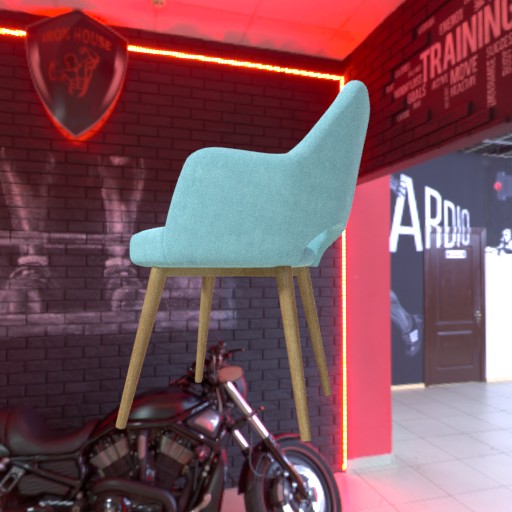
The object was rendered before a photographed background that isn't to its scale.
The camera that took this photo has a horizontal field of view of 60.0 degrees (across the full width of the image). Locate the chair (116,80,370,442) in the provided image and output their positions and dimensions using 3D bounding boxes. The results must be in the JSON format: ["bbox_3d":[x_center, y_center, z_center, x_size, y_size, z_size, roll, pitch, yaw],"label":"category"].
[{"bbox_3d":[0.000,0.000,1.219,0.610,0.840,0.590,-1,-2,16],"label":"chair"}]
